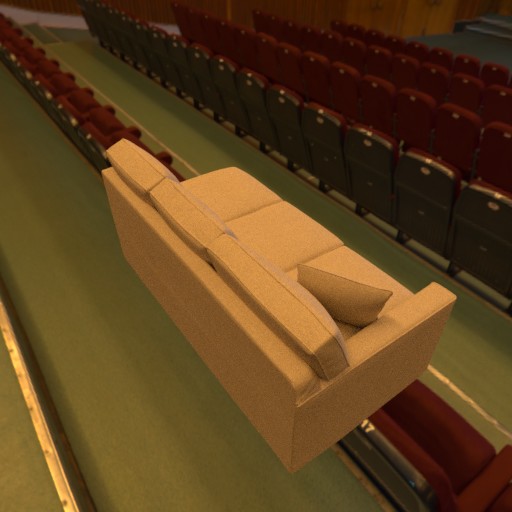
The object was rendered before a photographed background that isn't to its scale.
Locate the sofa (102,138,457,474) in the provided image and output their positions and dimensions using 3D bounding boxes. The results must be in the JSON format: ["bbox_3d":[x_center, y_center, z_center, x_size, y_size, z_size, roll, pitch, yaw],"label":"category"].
[{"bbox_3d":[0.000,0.000,2.610,1.034,0.946,1.962,-25,46,-27],"label":"sofa"}]
